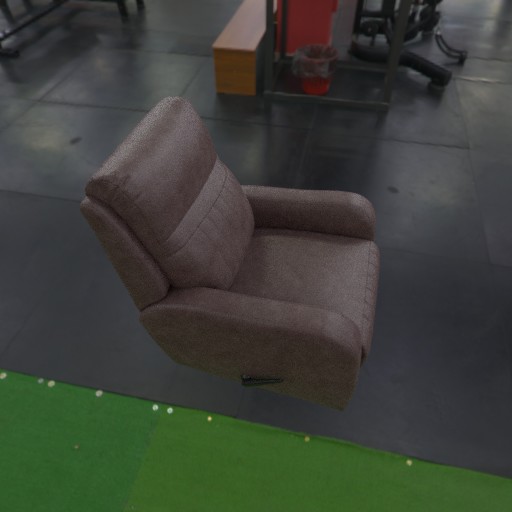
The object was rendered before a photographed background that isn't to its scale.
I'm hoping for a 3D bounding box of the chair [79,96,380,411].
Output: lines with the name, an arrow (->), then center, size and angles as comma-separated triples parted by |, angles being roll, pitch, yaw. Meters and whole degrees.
chair -> 0.000, 0.000, 1.897 | 1.067, 1.067, 0.865 | 11, 47, 10
